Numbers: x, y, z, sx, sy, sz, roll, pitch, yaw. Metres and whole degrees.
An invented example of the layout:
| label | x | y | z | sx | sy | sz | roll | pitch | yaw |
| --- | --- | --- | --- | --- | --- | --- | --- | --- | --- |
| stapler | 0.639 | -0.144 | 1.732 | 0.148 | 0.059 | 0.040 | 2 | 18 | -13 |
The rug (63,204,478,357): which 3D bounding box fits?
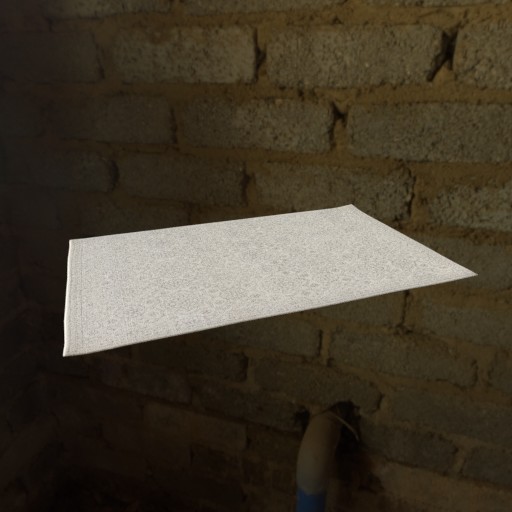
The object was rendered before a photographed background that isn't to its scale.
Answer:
| label | x | y | z | sx | sy | sz | roll | pitch | yaw |
| --- | --- | --- | --- | --- | --- | --- | --- | --- | --- |
| rug | 0.000 | 0.000 | 2.439 | 1.947 | 0.023 | 1.214 | -9 | 26 | -18 |
